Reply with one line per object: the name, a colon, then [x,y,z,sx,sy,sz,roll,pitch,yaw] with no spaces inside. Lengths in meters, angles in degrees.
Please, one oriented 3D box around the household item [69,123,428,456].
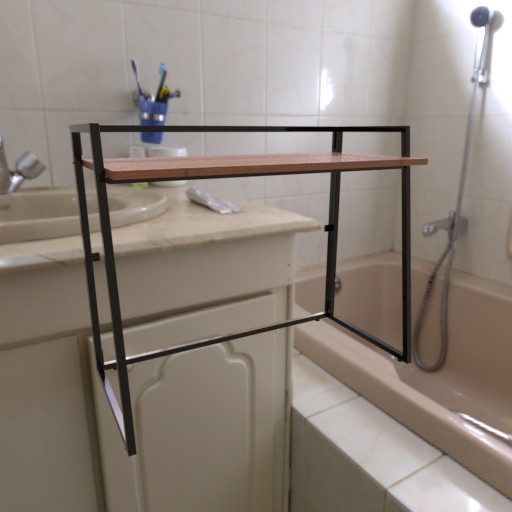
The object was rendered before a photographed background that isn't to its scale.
household item: [0.000,0.000,1.518,1.050,0.860,0.510,-8,18,-27]
